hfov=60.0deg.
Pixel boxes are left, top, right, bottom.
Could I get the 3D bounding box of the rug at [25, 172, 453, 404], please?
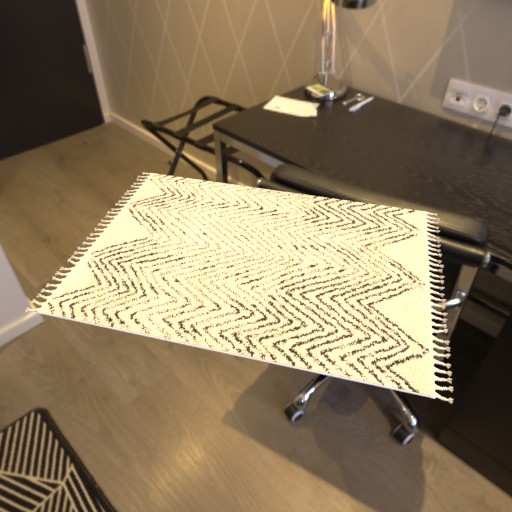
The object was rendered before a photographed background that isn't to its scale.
[{"bbox_3d":[0.000,0.000,2.250,1.847,0.014,1.230,10,42,11],"label":"rug"}]
